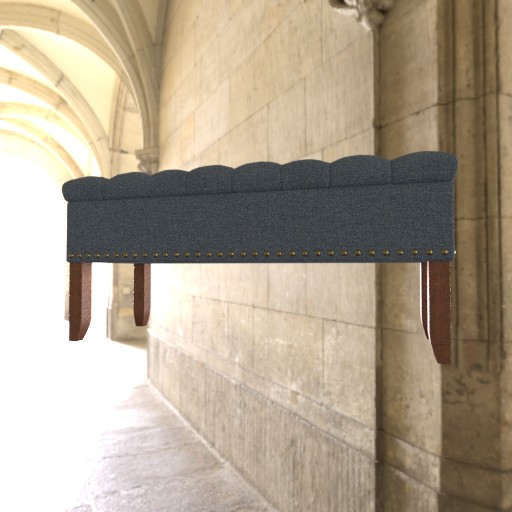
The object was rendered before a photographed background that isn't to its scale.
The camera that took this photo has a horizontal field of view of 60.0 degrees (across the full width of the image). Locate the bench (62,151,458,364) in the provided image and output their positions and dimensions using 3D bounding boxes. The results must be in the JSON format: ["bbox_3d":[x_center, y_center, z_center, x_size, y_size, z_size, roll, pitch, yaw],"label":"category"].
[{"bbox_3d":[0.000,0.000,1.305,1.052,0.492,0.417,0,-2,18],"label":"bench"}]
